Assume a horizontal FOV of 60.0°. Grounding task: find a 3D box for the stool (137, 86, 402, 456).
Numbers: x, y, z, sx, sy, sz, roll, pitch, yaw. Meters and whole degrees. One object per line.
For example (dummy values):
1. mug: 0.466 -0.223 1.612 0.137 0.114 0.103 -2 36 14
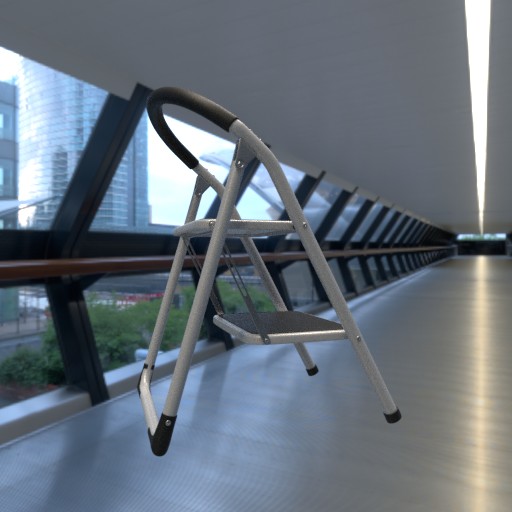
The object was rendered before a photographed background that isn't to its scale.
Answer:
1. stool: 0.000 0.000 1.127 0.559 0.760 0.453 0 0 -19
